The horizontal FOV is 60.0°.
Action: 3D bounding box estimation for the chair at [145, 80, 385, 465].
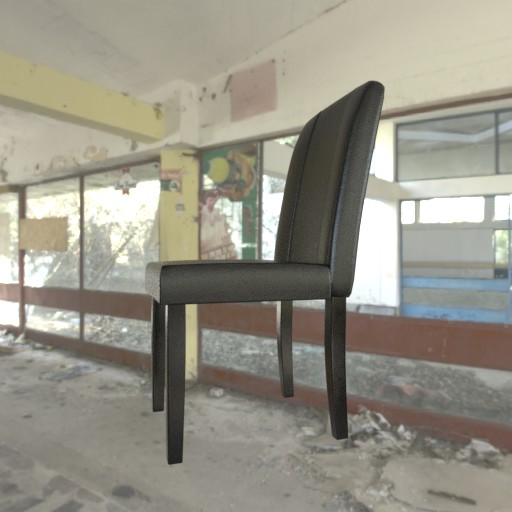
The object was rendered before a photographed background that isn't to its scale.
[{"bbox_3d":[0.000,0.000,1.203,0.556,0.897,0.399,0,0,-19],"label":"chair"}]
